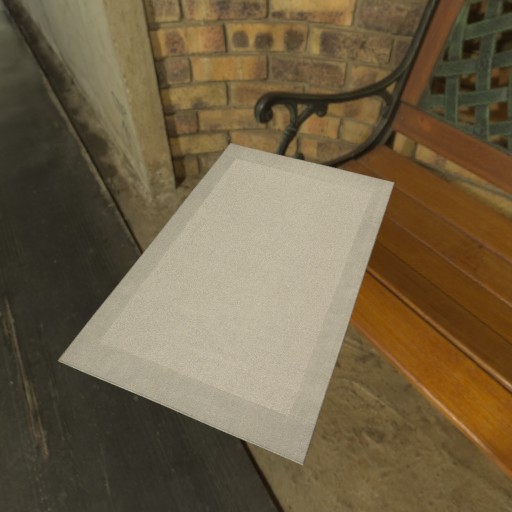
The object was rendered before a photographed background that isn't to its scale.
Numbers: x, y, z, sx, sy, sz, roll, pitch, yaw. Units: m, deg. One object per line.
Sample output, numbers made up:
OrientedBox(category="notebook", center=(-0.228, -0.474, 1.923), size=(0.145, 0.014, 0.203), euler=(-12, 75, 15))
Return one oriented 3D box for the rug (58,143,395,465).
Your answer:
OrientedBox(category="rug", center=(0.000, 0.000, 3.175), size=(1.524, 0.014, 2.438), euler=(17, 50, 15))
